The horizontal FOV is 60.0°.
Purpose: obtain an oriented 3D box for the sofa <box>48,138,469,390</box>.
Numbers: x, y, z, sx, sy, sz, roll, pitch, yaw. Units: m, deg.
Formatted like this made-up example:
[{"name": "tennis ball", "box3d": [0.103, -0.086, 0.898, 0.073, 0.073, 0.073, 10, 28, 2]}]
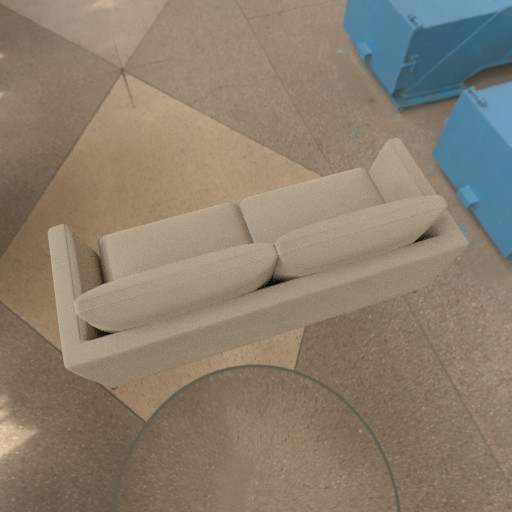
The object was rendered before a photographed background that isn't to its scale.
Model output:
[{"name": "sofa", "box3d": [0.000, 0.000, 2.682, 2.214, 1.005, 0.868, -16, 62, -9]}]
